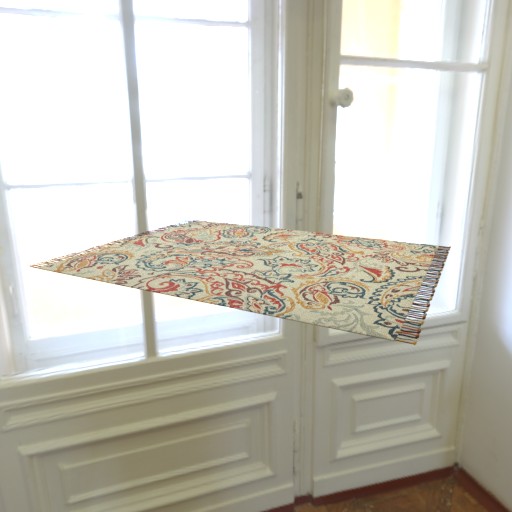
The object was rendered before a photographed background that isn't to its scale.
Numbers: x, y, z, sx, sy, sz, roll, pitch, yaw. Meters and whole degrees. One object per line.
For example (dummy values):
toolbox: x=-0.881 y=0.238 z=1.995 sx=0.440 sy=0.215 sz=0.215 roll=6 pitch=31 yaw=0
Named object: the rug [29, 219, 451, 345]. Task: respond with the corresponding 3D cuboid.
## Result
rug: x=0.000 y=0.000 z=4.254 sx=3.274 sy=0.015 sz=2.439 roll=8 pitch=18 yaw=26
